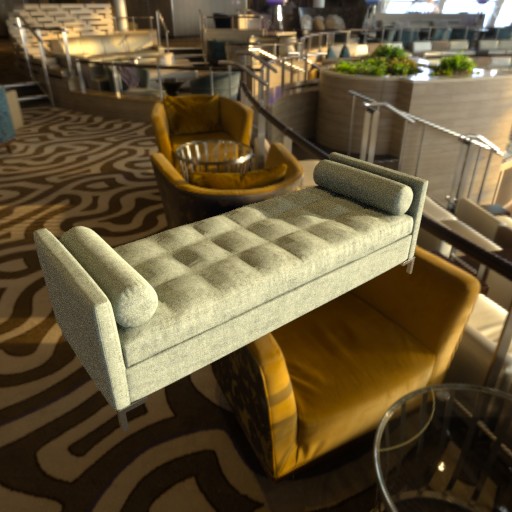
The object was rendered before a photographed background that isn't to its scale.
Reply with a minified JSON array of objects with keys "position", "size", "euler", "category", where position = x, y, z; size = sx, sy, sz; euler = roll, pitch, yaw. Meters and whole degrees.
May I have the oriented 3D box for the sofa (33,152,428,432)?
[{"position":[0.000,0.000,2.534],"size":[2.102,0.657,0.797],"euler":[-21,36,-33],"category":"sofa"}]
